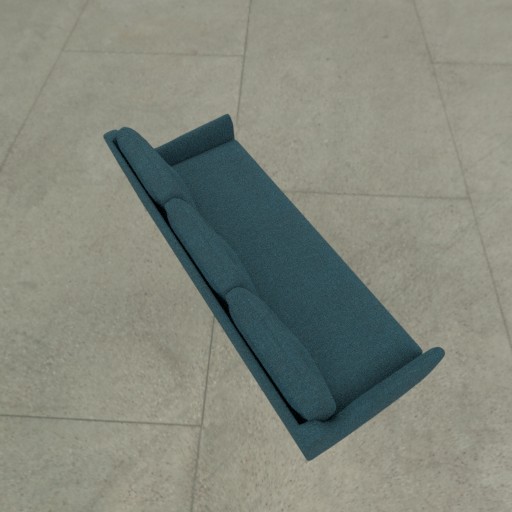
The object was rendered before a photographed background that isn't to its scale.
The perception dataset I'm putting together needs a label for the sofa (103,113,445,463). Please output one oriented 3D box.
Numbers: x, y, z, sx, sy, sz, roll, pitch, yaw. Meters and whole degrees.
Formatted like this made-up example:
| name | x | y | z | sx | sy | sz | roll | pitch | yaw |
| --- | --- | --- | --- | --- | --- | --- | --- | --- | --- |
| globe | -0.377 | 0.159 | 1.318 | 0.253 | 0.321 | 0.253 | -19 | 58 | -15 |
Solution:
| name | x | y | z | sx | sy | sz | roll | pitch | yaw |
| --- | --- | --- | --- | --- | --- | --- | --- | --- | --- |
| sofa | 0.000 | 0.000 | 2.523 | 0.849 | 0.837 | 2.060 | -28 | 61 | -17 |
